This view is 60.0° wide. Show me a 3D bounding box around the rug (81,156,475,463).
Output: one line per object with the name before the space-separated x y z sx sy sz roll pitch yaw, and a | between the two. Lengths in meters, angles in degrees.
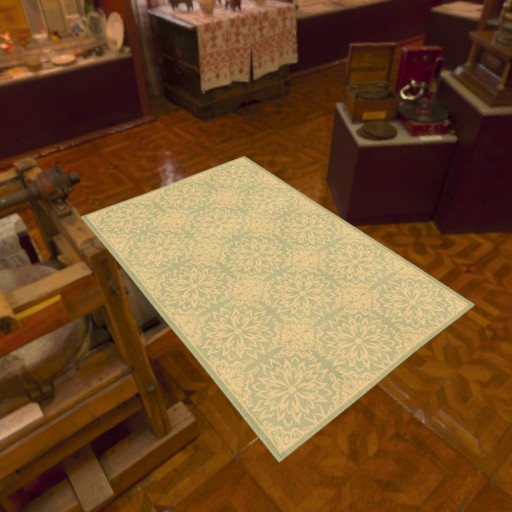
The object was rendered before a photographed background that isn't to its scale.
rug | 0.000 0.000 3.549 1.819 0.018 2.746 -27 48 -28
